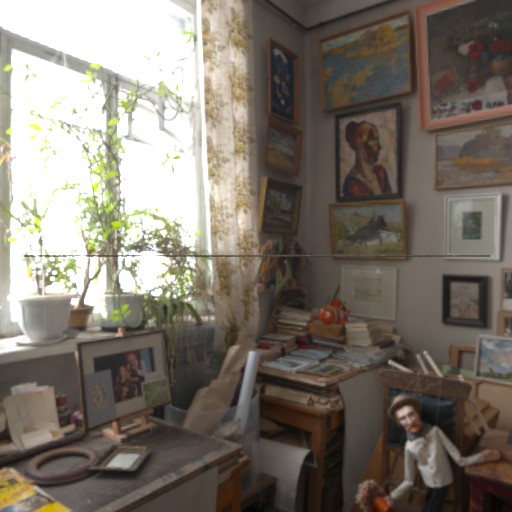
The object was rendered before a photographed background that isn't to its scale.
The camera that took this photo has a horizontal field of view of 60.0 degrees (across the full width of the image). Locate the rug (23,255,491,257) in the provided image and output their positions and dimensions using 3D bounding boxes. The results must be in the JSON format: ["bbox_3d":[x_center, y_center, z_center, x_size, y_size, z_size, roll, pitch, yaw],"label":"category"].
[{"bbox_3d":[0.000,0.000,4.393,3.353,0.013,2.438,0,0,-1],"label":"rug"}]
